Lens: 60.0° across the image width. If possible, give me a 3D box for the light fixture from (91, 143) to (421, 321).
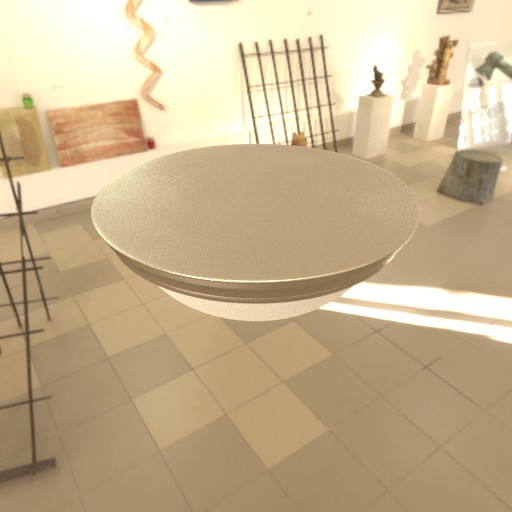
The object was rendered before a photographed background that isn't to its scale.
[{"bbox_3d":[0.000,0.000,0.428,0.280,0.135,0.280,0,31,0],"label":"light fixture"}]
